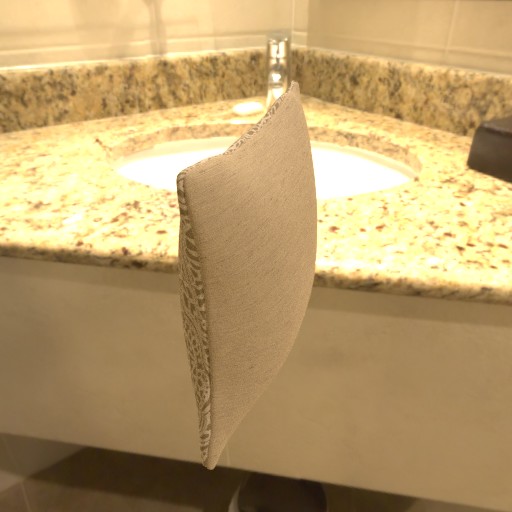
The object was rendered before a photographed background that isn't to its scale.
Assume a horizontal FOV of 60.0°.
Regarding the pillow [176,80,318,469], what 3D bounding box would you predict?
[{"bbox_3d":[0.000,0.000,0.660,0.167,0.421,0.438,9,33,15],"label":"pillow"}]
